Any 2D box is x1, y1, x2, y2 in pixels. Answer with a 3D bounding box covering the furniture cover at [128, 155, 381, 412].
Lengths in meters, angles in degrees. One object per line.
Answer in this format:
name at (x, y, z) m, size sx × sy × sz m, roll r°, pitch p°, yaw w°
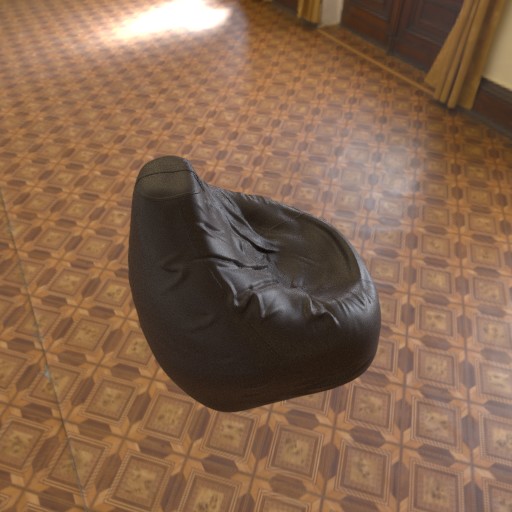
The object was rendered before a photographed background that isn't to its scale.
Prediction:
furniture cover at (0.000, 0.000, 1.886) m, size 1.070 × 0.990 × 1.070 m, roll -12°, pitch 47°, yaw -11°
